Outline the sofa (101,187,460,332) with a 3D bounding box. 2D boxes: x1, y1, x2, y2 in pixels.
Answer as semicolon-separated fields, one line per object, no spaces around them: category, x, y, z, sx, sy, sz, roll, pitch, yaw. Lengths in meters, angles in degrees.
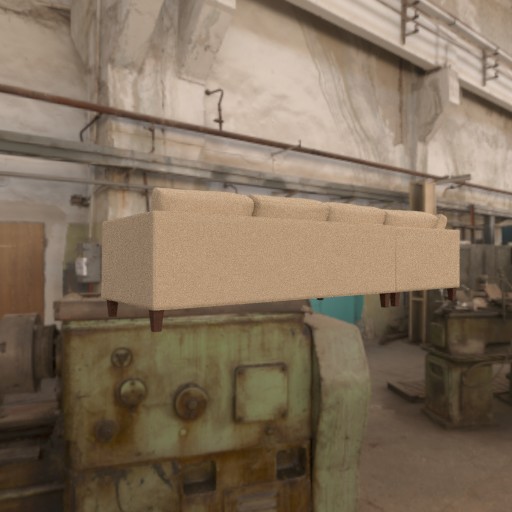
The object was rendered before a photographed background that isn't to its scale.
sofa;0.000;0.000;4.355;3.182;0.863;2.432;0;0;-36
